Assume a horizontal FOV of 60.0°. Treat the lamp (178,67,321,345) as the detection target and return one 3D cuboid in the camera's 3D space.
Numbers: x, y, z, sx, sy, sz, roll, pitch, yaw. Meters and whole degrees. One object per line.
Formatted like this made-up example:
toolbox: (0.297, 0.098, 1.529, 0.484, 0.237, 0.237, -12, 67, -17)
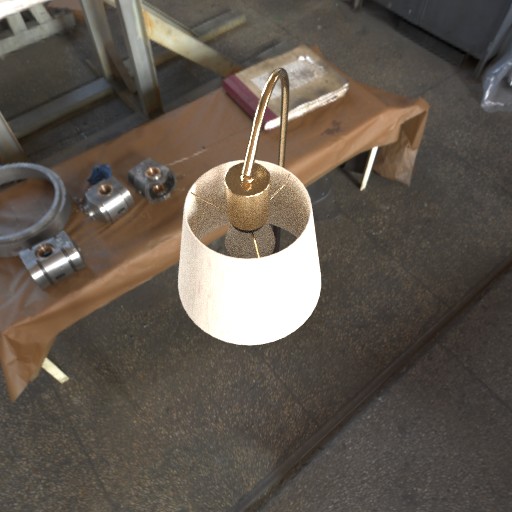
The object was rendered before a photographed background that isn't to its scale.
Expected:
lamp: (0.000, 0.000, 0.662, 0.211, 0.536, 0.273, 15, 59, 9)
